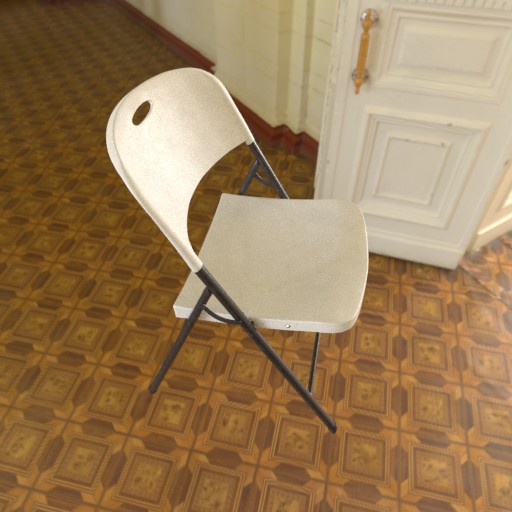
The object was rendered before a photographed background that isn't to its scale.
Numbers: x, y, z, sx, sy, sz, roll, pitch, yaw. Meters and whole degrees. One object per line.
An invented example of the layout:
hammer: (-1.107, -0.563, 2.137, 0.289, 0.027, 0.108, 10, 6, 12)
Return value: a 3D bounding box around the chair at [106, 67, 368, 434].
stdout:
chair: (0.000, 0.000, 1.148, 0.566, 0.810, 0.494, 9, 47, 9)
